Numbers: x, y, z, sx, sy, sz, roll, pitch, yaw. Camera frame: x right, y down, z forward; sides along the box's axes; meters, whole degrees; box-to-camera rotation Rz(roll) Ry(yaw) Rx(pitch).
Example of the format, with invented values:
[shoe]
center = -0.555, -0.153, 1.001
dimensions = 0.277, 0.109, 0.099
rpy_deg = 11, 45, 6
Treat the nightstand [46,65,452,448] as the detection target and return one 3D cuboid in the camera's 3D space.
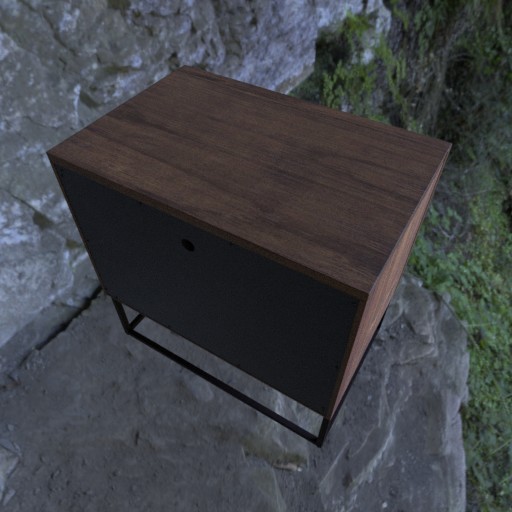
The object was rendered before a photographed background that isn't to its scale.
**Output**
[nightstand]
center = 0.000, 0.000, 1.030
dimensions = 0.610, 0.610, 0.437
rpy_deg = 24, 52, 20
